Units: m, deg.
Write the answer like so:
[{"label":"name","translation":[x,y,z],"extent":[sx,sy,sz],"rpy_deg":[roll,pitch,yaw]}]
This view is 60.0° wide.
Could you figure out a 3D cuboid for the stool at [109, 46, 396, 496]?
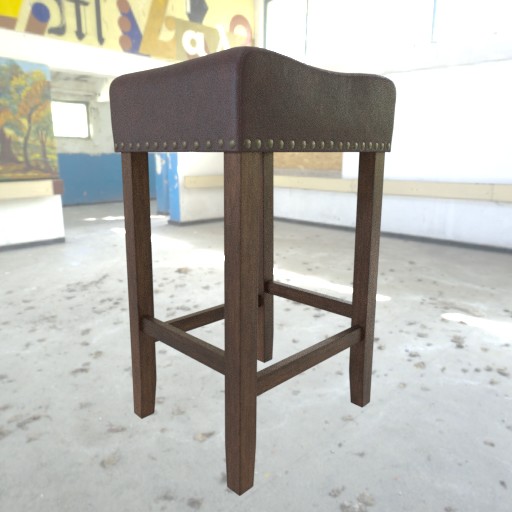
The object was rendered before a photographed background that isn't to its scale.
[{"label":"stool","translation":[0.000,0.000,1.004],"extent":[0.465,0.769,0.401],"rpy_deg":[-13,18,-43]}]
